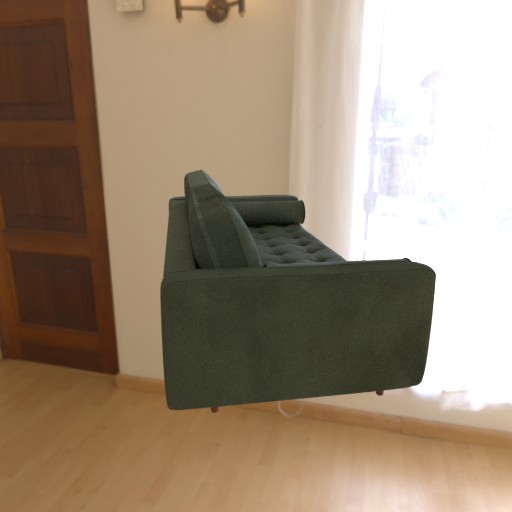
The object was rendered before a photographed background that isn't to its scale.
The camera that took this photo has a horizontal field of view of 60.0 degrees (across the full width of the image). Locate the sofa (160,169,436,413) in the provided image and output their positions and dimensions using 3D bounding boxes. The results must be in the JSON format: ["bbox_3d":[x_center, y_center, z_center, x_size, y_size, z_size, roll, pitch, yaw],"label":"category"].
[{"bbox_3d":[0.000,0.000,2.307,0.916,0.772,1.880,-3,16,-9],"label":"sofa"}]
